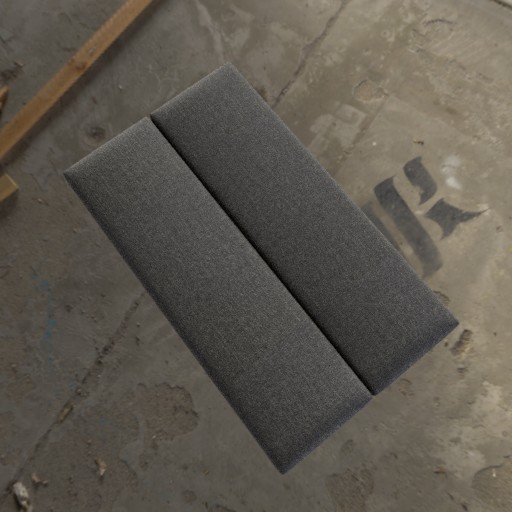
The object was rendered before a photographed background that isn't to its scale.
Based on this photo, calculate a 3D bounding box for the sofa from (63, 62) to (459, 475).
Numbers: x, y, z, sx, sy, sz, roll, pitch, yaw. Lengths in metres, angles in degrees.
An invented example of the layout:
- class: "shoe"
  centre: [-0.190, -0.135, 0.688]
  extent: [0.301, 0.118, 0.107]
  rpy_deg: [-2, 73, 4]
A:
- class: "sofa"
  centre: [0.000, 0.000, 1.627]
  extent: [0.782, 0.417, 1.198]
  rpy_deg: [-37, 79, -8]
